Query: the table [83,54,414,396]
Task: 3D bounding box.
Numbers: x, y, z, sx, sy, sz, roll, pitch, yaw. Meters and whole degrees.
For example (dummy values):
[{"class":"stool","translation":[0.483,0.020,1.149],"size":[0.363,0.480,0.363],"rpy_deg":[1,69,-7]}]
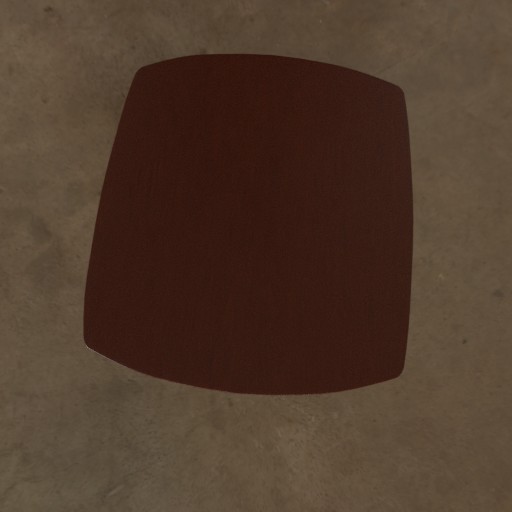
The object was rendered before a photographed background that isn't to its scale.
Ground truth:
[{"class":"table","translation":[0.000,0.000,0.848],"size":[0.433,0.496,0.502],"rpy_deg":[5,73,2]}]
